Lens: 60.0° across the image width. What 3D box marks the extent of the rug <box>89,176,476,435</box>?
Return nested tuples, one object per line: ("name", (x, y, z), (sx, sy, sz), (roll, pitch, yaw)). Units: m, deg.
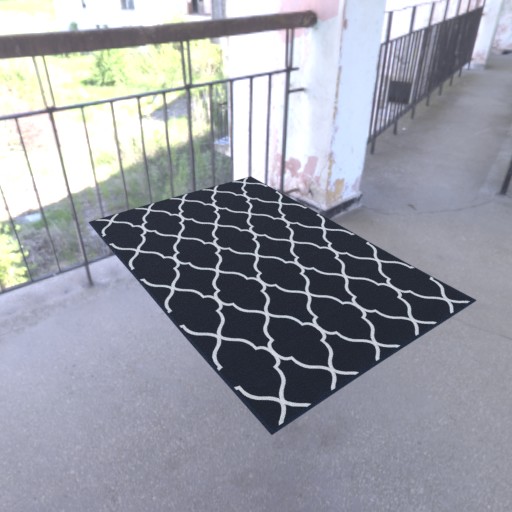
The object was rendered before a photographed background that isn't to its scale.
("rug", (0.000, 0.000, 2.988), (1.526, 0.014, 2.290), (-22, 39, -30))
